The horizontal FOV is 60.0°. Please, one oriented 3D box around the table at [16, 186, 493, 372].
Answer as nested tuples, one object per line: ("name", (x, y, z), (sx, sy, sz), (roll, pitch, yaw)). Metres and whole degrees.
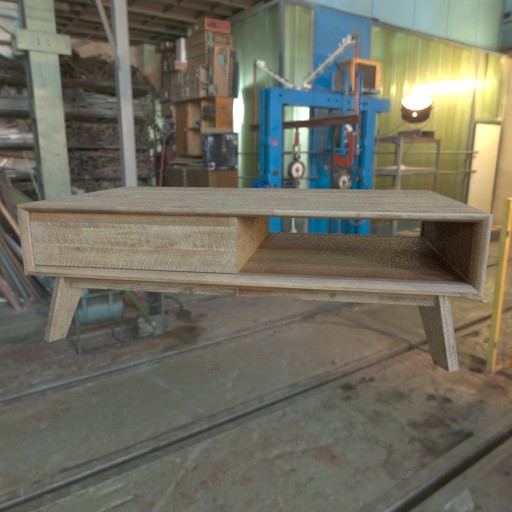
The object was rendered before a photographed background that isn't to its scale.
("table", (0.000, 0.000, 1.980), (1.619, 0.531, 0.918), (2, 13, 9))
